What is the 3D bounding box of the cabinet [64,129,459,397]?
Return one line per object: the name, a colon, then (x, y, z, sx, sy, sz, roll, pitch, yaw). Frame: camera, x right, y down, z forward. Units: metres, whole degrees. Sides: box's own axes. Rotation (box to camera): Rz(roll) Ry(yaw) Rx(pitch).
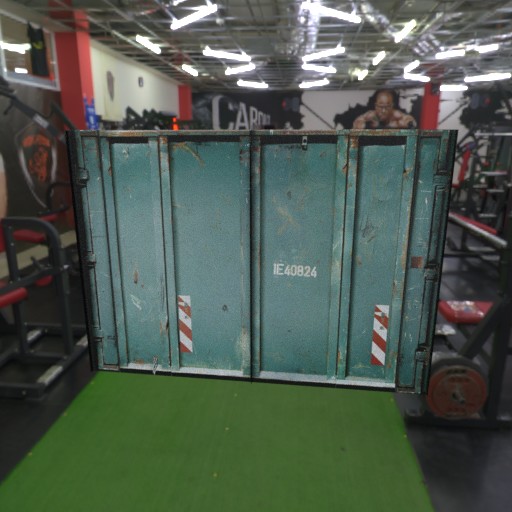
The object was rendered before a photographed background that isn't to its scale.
cabinet: (0.000, 0.000, 3.956, 3.001, 2.160, 0.680, 2, 15, 7)
